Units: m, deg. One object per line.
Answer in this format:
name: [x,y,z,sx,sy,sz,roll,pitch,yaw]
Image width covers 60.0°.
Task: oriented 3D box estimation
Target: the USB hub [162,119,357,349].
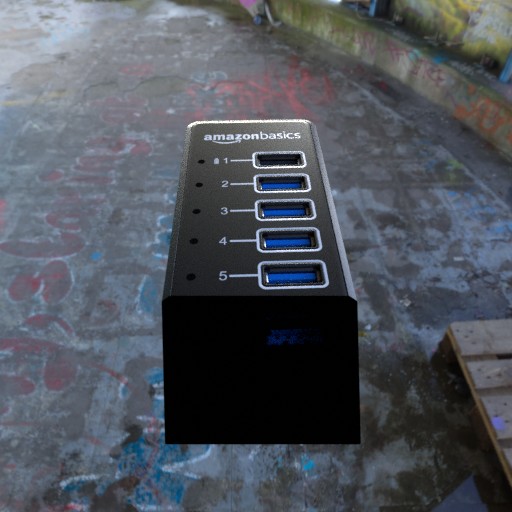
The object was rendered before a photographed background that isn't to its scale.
USB hub: [0.000,0.000,0.124,0.044,0.023,0.110,-1,47,-1]
